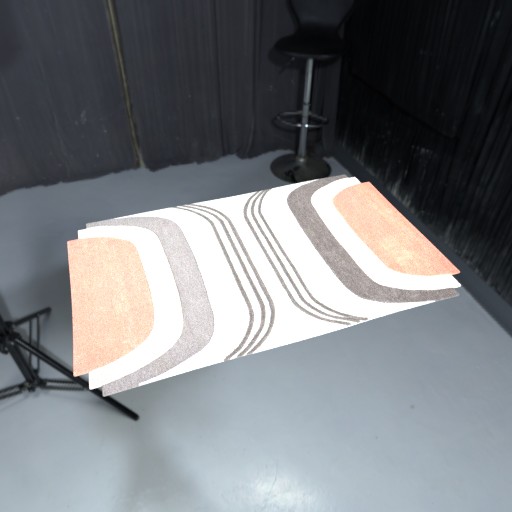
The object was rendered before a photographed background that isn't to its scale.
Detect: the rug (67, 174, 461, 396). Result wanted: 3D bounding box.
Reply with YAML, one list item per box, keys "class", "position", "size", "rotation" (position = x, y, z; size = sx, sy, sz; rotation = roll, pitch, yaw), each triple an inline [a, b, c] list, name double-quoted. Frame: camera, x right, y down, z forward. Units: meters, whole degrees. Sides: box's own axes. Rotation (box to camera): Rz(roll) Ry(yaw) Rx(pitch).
- class: "rug"
  position: [0.000, 0.000, 3.049]
  size: [2.446, 0.017, 1.530]
  rotation: [-13, 43, -14]
